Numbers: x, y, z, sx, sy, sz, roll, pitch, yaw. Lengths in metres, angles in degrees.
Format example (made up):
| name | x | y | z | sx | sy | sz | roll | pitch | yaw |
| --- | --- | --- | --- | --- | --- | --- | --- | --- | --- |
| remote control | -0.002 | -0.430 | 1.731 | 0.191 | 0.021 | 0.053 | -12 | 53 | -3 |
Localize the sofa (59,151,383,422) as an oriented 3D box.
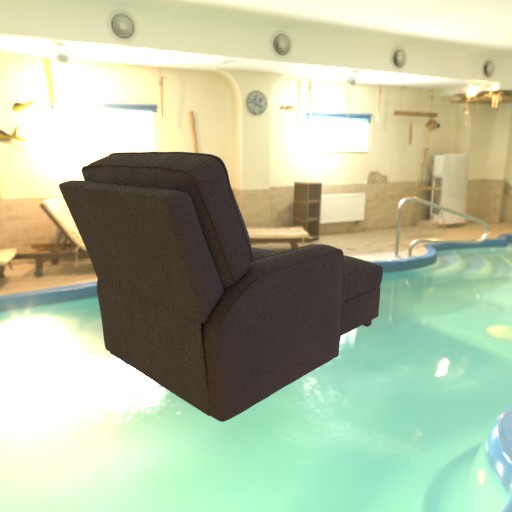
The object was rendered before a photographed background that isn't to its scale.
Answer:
| name | x | y | z | sx | sy | sz | roll | pitch | yaw |
| --- | --- | --- | --- | --- | --- | --- | --- | --- | --- |
| sofa | 0.000 | 0.000 | 2.082 | 0.861 | 0.959 | 1.472 | 13 | 19 | 43 |
